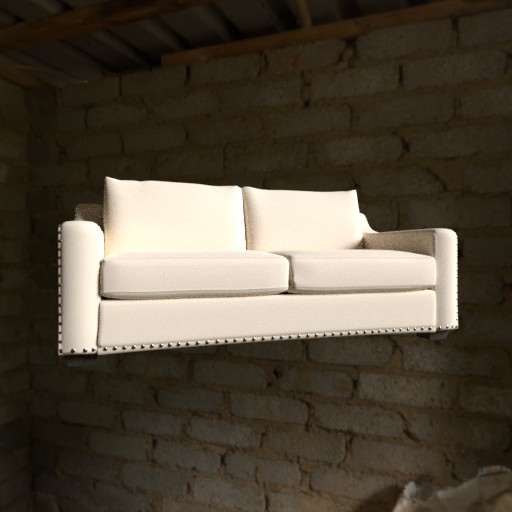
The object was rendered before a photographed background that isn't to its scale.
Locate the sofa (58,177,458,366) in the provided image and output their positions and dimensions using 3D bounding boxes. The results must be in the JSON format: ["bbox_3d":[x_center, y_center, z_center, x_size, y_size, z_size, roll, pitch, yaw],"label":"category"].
[{"bbox_3d":[0.000,0.000,2.313,1.812,0.830,0.949,0,0,-18],"label":"sofa"}]
